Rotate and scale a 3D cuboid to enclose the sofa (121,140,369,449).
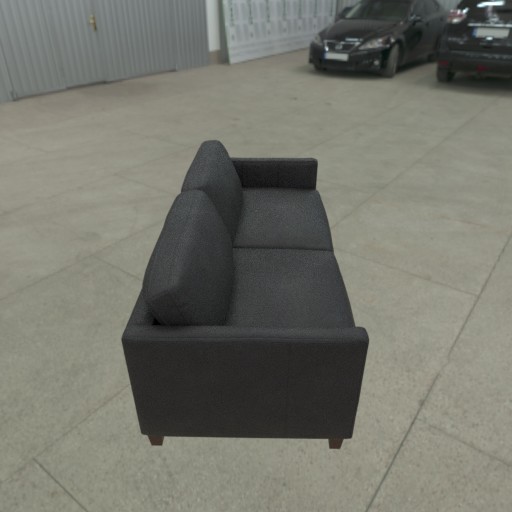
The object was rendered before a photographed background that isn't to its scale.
[{"bbox_3d":[0.000,0.000,2.517,0.933,0.863,1.971,1,31,1],"label":"sofa"}]
